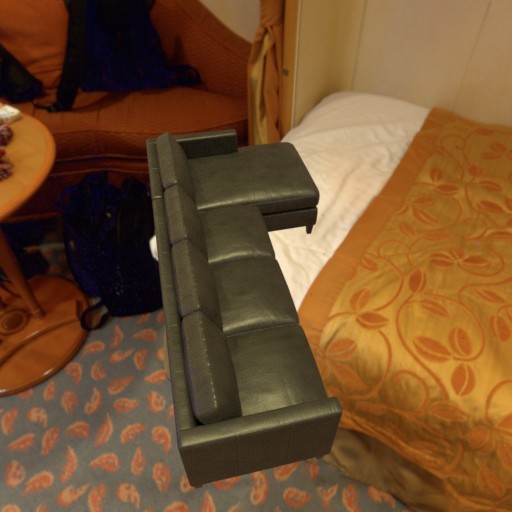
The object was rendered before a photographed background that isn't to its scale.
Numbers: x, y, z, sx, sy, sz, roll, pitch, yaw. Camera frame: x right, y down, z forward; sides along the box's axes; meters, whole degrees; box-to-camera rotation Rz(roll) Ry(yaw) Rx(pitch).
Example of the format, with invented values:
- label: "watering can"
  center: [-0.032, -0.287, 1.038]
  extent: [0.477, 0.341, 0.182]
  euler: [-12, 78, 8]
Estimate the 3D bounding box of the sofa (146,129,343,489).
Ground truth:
- label: "sofa"
  center: [0.000, 0.000, 3.770]
  extent: [1.581, 0.883, 3.203]
  euler: [-9, 46, -9]
